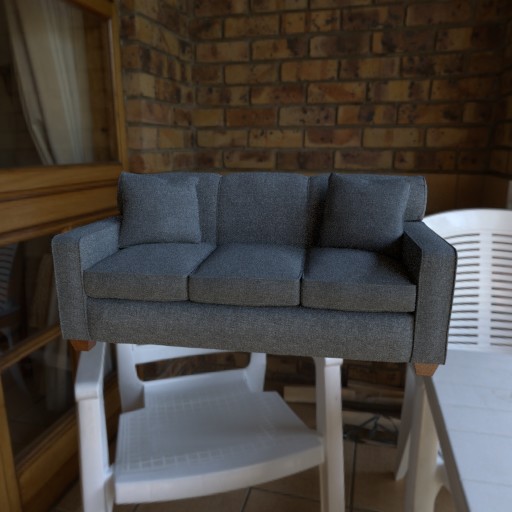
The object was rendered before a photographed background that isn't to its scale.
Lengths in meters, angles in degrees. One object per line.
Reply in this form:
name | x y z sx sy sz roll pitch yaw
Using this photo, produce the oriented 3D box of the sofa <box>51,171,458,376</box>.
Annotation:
sofa | 0.000 0.000 2.615 2.024 0.958 0.997 2 14 8
